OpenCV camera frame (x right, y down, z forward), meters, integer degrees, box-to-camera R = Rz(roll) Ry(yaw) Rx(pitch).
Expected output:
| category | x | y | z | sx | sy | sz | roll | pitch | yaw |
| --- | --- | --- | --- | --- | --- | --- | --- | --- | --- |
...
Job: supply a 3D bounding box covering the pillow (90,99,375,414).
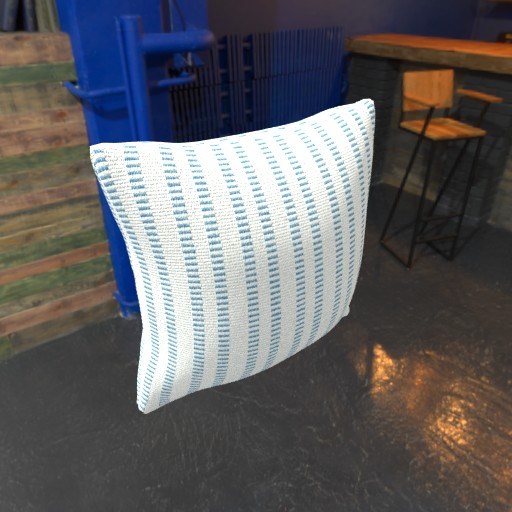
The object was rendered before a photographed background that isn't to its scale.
| category | x | y | z | sx | sy | sz | roll | pitch | yaw |
| --- | --- | --- | --- | --- | --- | --- | --- | --- | --- |
| pillow | 0.000 | 0.000 | 0.683 | 0.438 | 0.419 | 0.247 | -19 | 36 | -29 |
